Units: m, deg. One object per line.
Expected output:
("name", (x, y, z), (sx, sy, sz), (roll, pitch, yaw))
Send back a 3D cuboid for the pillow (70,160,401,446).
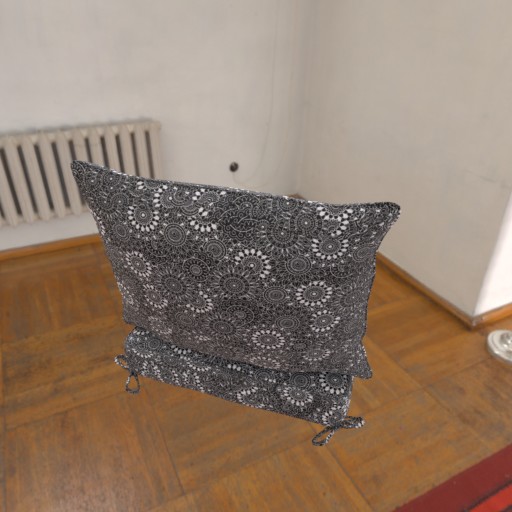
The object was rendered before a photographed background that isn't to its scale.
("pillow", (0.000, 0.000, 1.369), (0.798, 0.722, 0.740), (10, 33, 16))
